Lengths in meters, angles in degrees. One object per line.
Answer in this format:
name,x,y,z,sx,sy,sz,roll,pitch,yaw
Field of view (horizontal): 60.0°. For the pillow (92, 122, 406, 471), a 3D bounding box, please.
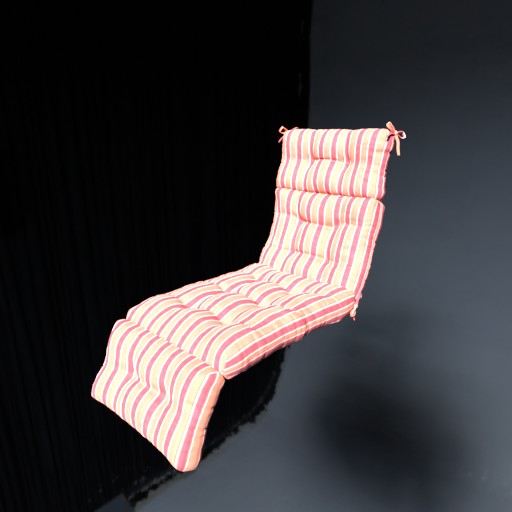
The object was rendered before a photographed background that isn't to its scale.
pillow,0.000,0.000,1.479,0.526,0.863,1.016,15,21,42
